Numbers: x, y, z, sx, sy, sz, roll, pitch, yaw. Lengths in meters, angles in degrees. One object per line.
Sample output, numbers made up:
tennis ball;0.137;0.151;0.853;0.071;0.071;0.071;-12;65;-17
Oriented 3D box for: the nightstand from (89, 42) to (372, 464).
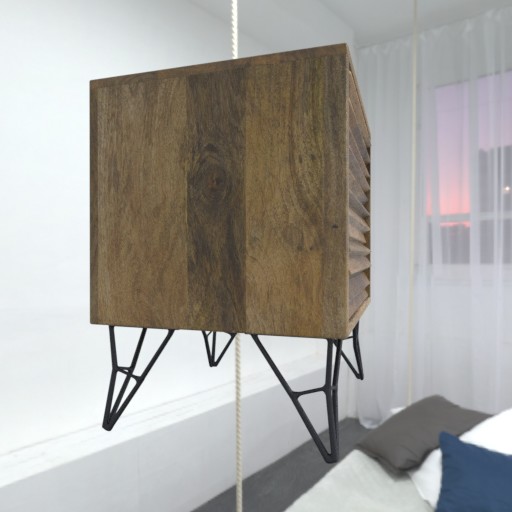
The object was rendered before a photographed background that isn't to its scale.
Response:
nightstand;0.000;0.000;0.855;0.406;0.559;0.457;0;0;18
